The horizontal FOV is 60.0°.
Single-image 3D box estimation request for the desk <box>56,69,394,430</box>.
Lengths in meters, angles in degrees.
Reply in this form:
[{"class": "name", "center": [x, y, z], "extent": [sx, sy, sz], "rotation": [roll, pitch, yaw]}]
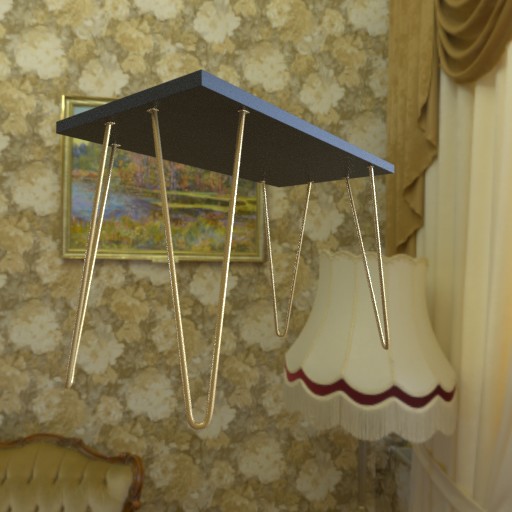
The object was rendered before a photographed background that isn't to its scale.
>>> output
[{"class": "desk", "center": [0.000, 0.000, 1.343], "extent": [0.499, 0.660, 0.991], "rotation": [-1, -1, 37]}]
